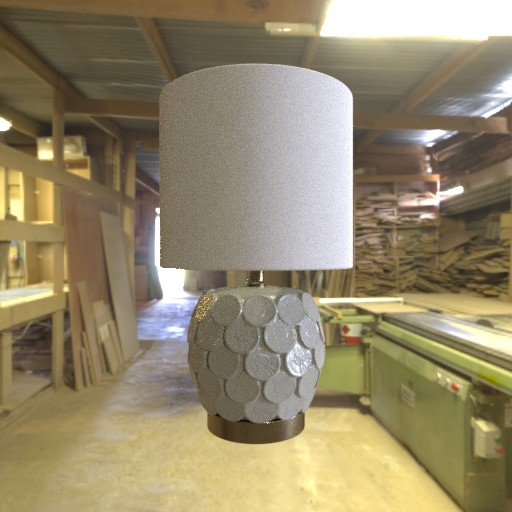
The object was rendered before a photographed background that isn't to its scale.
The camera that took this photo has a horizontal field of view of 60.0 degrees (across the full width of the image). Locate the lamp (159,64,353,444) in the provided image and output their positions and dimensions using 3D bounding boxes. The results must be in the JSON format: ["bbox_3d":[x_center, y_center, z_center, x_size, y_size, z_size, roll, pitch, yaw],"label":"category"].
[{"bbox_3d":[0.000,0.000,0.596,0.254,0.452,0.254,0,0,0],"label":"lamp"}]
